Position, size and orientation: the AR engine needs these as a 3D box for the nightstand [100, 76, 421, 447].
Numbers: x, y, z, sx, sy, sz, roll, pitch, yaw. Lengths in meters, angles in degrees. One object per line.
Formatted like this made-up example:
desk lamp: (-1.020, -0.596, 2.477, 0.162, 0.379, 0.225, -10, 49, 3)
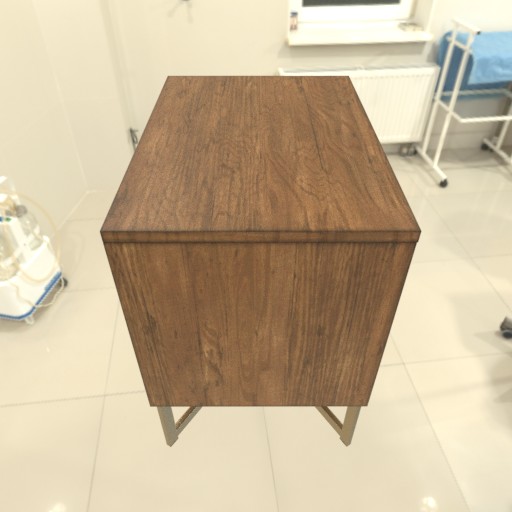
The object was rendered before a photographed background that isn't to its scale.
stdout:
nightstand: (0.000, 0.000, 1.023, 0.446, 0.610, 0.610, 0, 41, 0)
